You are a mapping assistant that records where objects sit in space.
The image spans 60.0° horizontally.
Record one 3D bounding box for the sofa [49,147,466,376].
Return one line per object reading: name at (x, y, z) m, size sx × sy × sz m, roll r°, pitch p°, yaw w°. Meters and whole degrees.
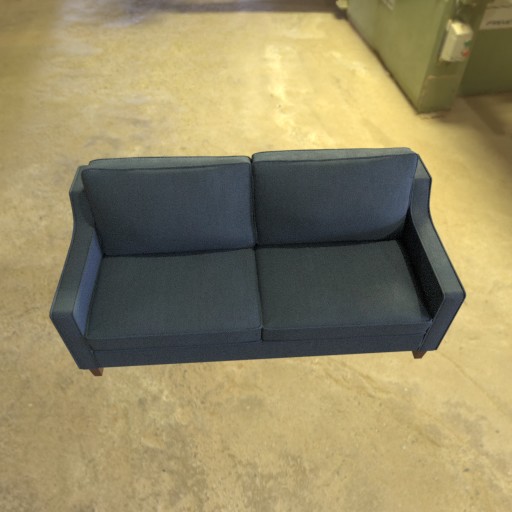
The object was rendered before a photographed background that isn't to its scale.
sofa at (0.000, 0.000, 2.754) m, size 2.178 × 1.071 × 1.066 m, roll -3°, pitch 48°, yaw -2°
